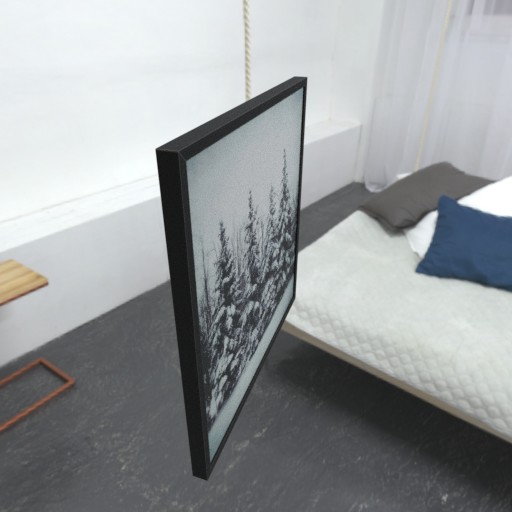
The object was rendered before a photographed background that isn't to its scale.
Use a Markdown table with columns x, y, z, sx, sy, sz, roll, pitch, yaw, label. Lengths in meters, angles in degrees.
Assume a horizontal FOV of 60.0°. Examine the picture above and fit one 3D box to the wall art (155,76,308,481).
| x | y | z | sx | sy | sz | roll | pitch | yaw | label |
| --- | --- | --- | --- | --- | --- | --- | --- | --- | --- |
| 0.000 | 0.000 | 1.134 | 0.037 | 0.761 | 0.761 | 10 | 31 | 17 | wall art |
